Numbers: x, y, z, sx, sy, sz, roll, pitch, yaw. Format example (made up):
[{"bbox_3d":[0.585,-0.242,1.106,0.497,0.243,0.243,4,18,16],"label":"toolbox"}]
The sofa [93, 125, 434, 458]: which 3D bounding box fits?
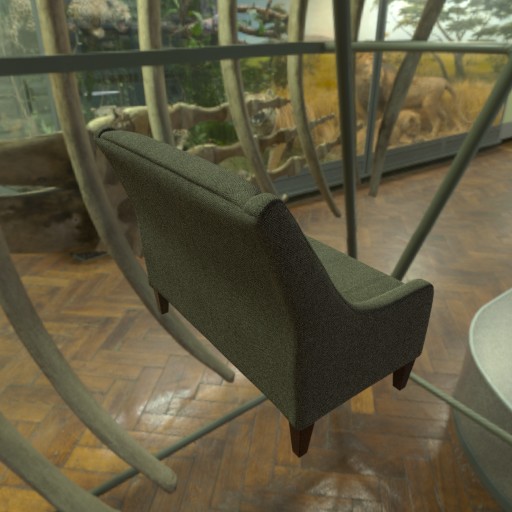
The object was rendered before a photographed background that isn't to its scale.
[{"bbox_3d":[0.000,0.000,1.915,0.870,1.021,1.242,-18,32,-32],"label":"sofa"}]
